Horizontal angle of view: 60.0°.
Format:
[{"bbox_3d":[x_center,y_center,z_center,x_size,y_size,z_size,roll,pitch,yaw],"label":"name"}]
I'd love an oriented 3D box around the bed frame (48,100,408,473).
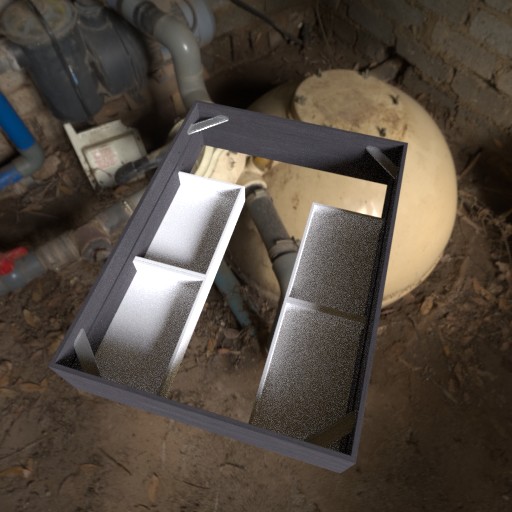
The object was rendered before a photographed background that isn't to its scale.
[{"bbox_3d":[0.000,0.000,2.615,1.448,0.459,1.944,14,60,9],"label":"bed frame"}]
